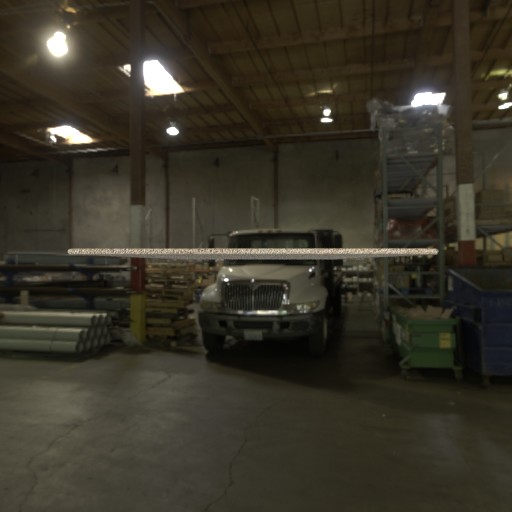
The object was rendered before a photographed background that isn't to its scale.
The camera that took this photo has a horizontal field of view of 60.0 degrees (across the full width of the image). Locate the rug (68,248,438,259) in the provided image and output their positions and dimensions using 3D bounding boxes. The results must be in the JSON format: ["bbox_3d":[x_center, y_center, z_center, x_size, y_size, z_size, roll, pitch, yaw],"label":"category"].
[{"bbox_3d":[0.000,0.000,3.478,1.778,0.030,2.743,0,-1,1],"label":"rug"}]
